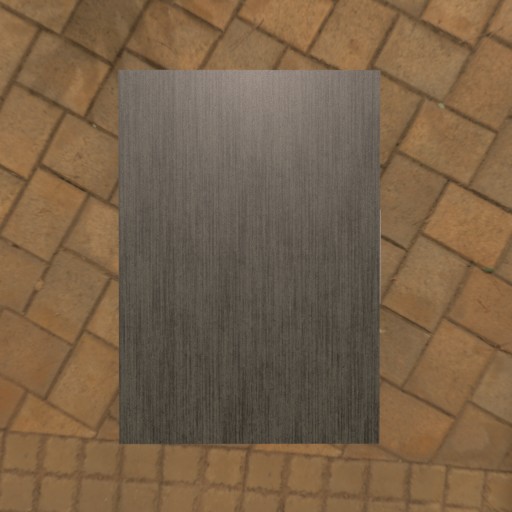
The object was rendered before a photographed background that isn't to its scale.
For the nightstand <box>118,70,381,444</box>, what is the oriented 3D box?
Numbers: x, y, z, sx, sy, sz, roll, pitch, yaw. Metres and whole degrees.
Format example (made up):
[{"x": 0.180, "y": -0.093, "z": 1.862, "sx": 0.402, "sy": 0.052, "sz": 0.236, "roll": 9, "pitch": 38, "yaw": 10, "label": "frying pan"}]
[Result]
[{"x": 0.000, "y": 0.000, "z": 0.753, "sx": 0.325, "sy": 0.460, "sz": 0.441, "roll": 0, "pitch": 90, "yaw": 0, "label": "nightstand"}]
